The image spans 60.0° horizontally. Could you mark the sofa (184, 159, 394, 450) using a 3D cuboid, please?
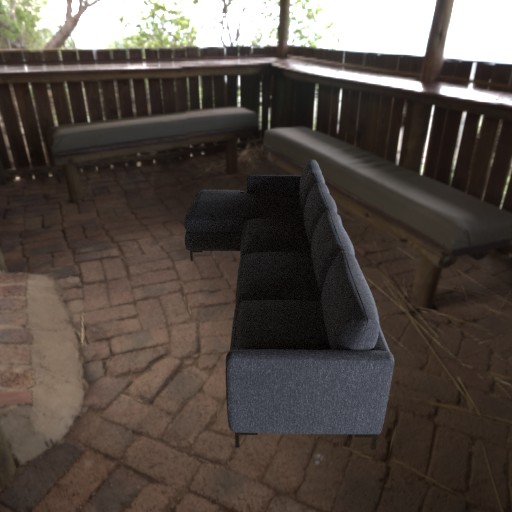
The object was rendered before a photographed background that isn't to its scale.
[{"bbox_3d":[0.000,0.000,3.426,1.350,0.810,2.932,0,27,1],"label":"sofa"}]
